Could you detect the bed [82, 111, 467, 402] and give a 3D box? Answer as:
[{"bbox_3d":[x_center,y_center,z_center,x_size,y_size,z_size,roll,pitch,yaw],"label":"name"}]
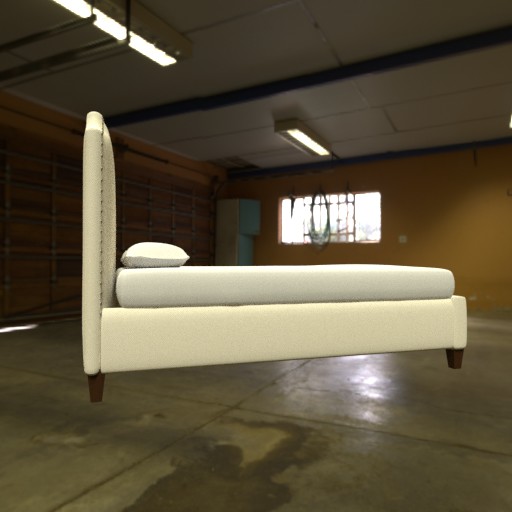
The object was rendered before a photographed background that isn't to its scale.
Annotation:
[{"bbox_3d":[0.000,0.000,3.338,2.372,1.497,1.712,0,-1,-18],"label":"bed"}]
